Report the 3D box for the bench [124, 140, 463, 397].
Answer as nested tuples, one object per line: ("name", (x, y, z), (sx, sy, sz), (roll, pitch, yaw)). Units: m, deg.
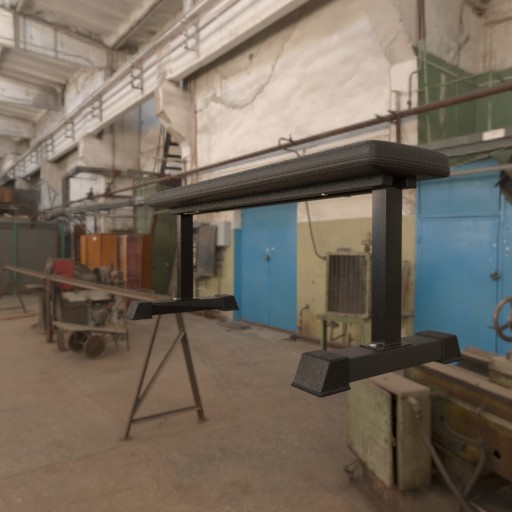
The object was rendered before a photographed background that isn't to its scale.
("bench", (0.000, 0.000, 1.283), (0.439, 0.453, 1.072), (-1, 2, -35))
